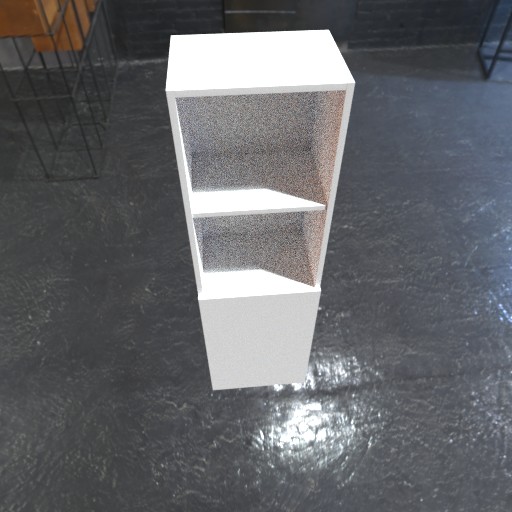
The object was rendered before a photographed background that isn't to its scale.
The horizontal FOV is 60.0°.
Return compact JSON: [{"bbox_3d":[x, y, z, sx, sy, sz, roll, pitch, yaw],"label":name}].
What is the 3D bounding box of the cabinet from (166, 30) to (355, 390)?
[{"bbox_3d":[0.000,0.000,1.520,0.400,1.350,0.300,-4,48,-3],"label":"cabinet"}]
